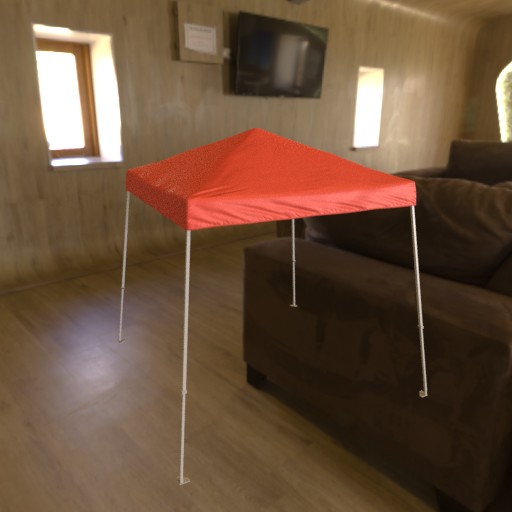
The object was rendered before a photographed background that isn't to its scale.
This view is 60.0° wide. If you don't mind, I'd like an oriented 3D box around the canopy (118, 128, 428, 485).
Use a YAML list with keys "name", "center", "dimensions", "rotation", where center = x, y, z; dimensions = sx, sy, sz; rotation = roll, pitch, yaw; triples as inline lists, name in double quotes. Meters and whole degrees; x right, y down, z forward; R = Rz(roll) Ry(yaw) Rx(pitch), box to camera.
- name: "canopy"
  center: [0.000, 0.000, 5.126]
  dimensions: [2.850, 2.850, 2.849]
  rotation: [-8, 19, -25]
